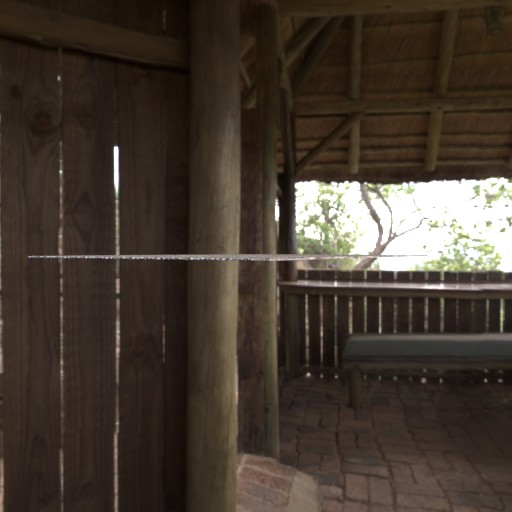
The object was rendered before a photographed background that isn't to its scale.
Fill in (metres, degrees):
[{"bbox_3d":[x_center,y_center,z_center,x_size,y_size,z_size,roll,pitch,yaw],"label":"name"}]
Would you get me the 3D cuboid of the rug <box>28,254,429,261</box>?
[{"bbox_3d":[0.000,0.000,4.352,2.431,0.017,3.291,0,1,37],"label":"rug"}]
